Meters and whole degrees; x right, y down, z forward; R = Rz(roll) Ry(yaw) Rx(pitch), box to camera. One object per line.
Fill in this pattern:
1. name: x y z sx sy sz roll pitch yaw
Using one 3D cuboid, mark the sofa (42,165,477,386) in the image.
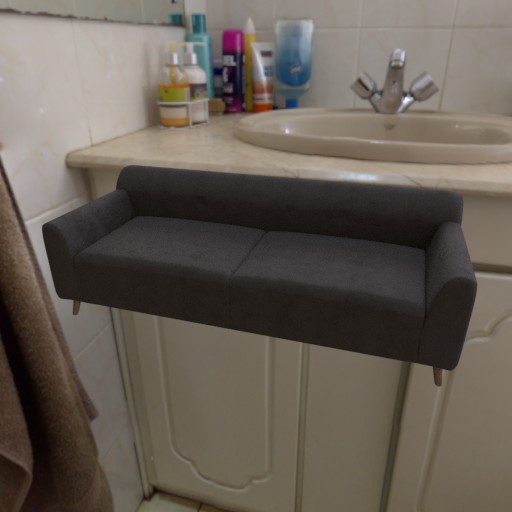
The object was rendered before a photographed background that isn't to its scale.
1. sofa: 0.000 0.000 2.576 2.190 0.740 0.900 8 26 16
